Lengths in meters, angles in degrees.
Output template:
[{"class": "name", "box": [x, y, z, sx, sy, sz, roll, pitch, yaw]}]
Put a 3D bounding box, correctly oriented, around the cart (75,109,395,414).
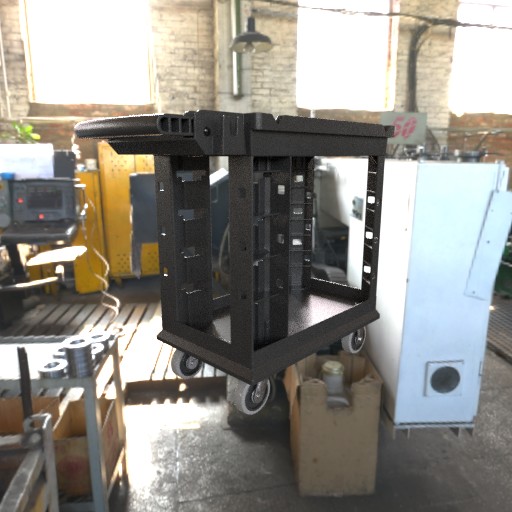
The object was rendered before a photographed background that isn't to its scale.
[{"class": "cart", "box": [0.000, 0.000, 1.528, 0.497, 0.884, 1.061, 12, 18, 42]}]
